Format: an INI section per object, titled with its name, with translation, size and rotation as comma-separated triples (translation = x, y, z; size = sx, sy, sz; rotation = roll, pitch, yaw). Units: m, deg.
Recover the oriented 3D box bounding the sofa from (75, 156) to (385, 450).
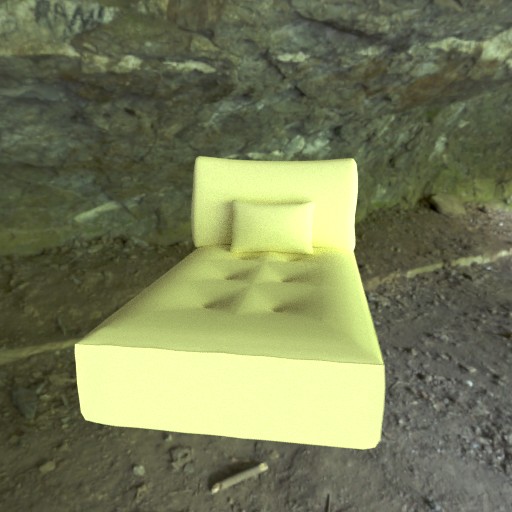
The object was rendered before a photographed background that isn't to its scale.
[sofa]
translation = 0.000, 0.000, 1.924
size = 0.930, 0.820, 1.450
rotation = 2, 14, 8
